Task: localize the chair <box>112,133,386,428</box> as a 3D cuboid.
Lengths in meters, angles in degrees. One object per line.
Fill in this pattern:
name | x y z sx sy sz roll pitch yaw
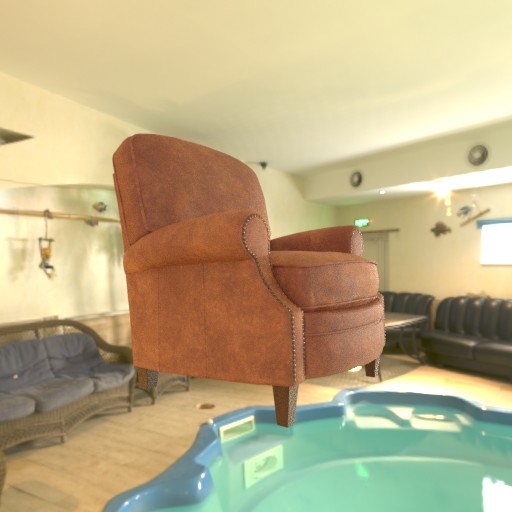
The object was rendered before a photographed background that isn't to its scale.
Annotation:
chair | 0.000 0.000 1.819 0.986 1.018 0.936 0 -1 36
